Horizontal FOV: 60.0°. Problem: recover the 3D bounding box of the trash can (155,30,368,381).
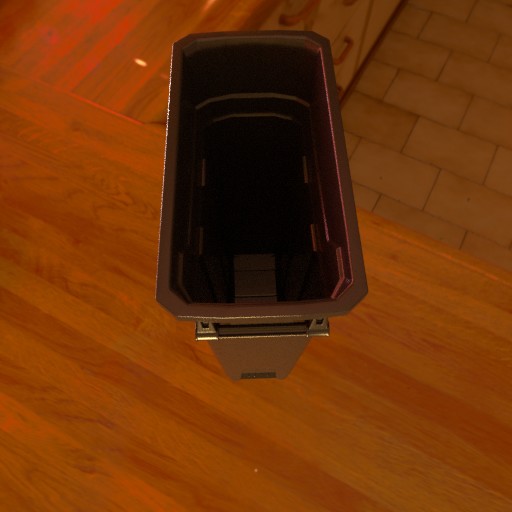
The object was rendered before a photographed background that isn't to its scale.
[{"bbox_3d":[0.000,0.000,1.029,0.281,0.762,0.559,-2,64,-1],"label":"trash can"}]
